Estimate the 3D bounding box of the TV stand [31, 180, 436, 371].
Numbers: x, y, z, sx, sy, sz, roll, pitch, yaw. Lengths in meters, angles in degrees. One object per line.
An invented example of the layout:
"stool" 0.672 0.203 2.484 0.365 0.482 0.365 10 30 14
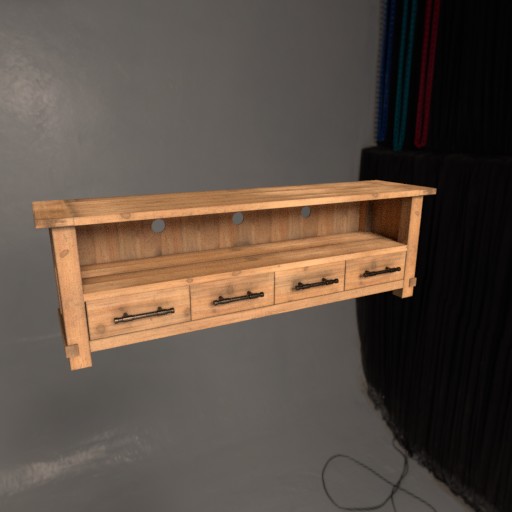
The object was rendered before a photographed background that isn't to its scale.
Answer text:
"TV stand" 0.000 0.000 2.066 1.804 0.573 0.453 -8 18 -26
